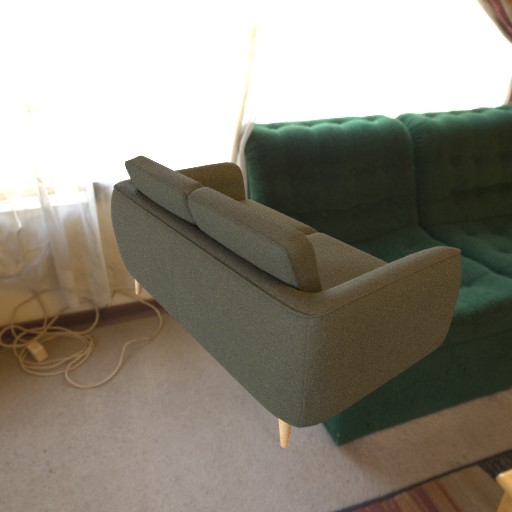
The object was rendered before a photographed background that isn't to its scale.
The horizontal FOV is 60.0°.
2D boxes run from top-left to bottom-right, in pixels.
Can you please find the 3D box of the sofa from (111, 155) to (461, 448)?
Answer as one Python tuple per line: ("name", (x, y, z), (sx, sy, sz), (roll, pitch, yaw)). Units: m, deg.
("sofa", (0.000, 0.000, 2.215), (0.920, 0.850, 1.700), (-19, 32, -32))
